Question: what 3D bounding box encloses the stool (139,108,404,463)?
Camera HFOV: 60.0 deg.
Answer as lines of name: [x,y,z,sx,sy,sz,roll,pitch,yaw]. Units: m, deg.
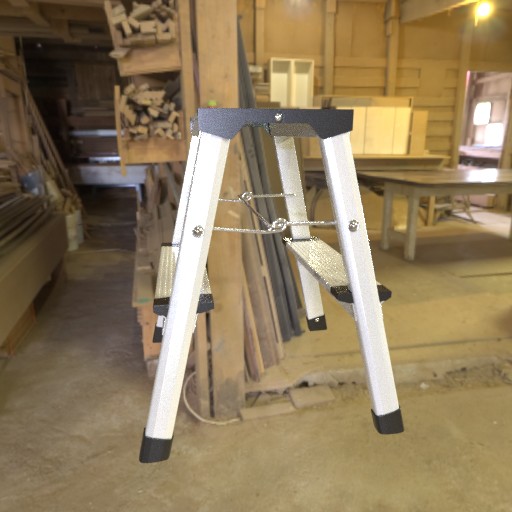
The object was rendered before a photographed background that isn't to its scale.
stool: [0.000,0.000,0.784,0.405,0.480,0.404,-3,16,-9]
